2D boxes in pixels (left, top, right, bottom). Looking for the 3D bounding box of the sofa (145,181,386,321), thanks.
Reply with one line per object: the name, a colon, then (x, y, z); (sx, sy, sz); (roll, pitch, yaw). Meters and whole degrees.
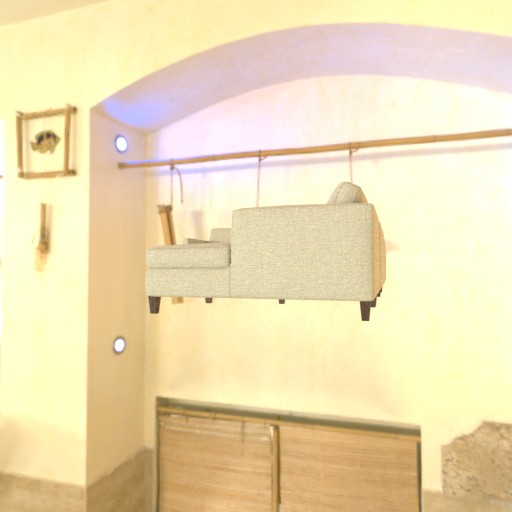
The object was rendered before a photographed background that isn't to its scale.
sofa: (0.000, 0.000, 4.610); (2.551, 0.889, 3.403); (0, -2, 17)
